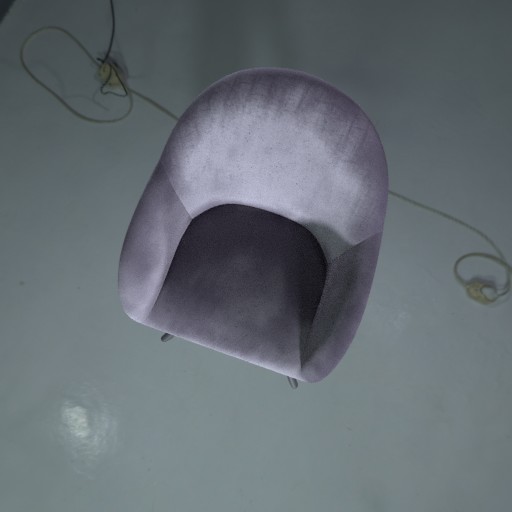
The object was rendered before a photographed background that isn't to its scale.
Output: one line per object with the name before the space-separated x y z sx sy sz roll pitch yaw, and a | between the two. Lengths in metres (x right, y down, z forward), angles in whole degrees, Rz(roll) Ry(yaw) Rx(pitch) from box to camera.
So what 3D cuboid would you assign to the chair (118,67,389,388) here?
chair | 0.000 0.000 1.180 0.550 0.795 0.590 19 77 5
